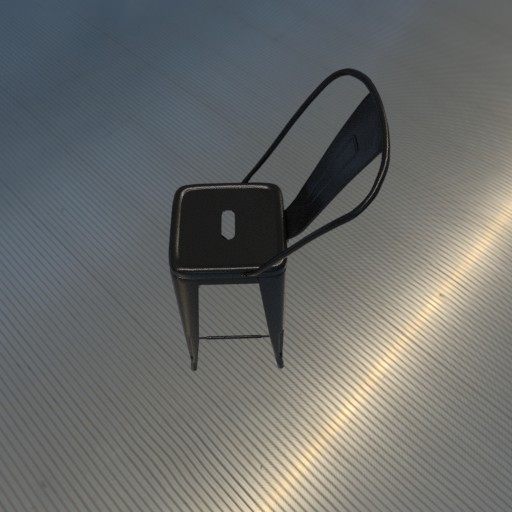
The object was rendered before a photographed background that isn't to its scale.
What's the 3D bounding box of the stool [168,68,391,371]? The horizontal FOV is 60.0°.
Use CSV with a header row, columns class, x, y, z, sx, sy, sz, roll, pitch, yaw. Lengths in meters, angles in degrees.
class,x,y,z,sx,sy,sz,roll,pitch,yaw
stool,0.000,0.000,1.338,0.513,1.096,0.399,-1,60,-1
